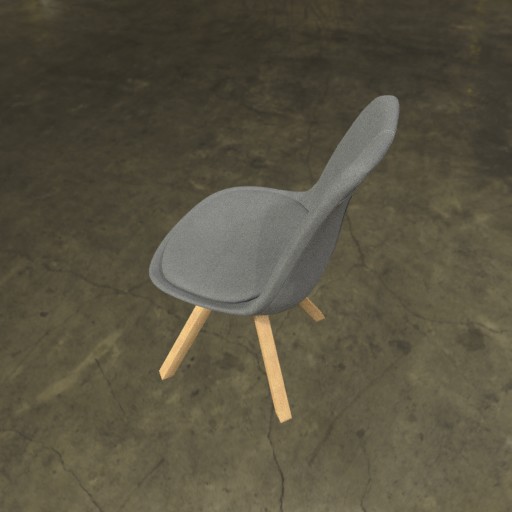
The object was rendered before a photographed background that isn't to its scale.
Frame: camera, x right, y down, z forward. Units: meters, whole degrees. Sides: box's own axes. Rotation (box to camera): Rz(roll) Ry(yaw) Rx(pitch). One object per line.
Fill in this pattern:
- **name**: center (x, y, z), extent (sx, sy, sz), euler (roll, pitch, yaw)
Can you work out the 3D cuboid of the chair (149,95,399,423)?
- **chair**: center (0.000, 0.000, 1.181), extent (0.549, 0.863, 0.474), euler (16, 47, 15)
